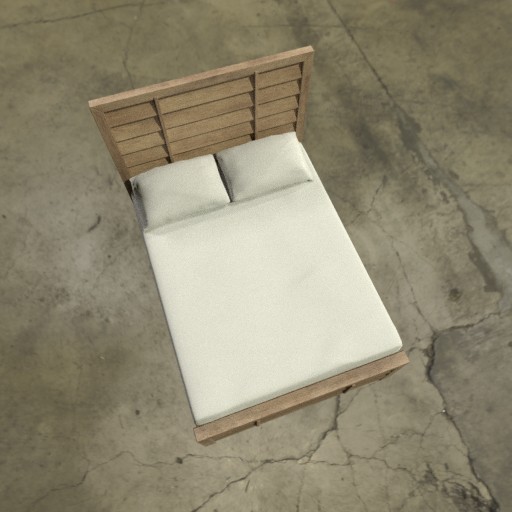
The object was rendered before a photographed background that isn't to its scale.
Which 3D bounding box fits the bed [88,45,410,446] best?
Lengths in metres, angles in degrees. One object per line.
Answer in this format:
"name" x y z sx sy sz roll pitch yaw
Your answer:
"bed" 0.000 0.000 3.372 1.626 1.626 2.197 -18 65 -8
